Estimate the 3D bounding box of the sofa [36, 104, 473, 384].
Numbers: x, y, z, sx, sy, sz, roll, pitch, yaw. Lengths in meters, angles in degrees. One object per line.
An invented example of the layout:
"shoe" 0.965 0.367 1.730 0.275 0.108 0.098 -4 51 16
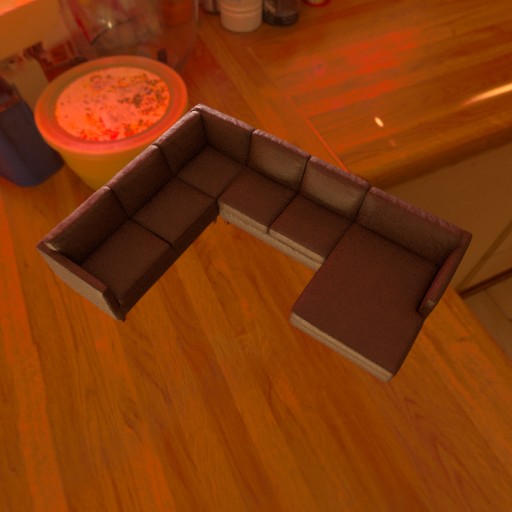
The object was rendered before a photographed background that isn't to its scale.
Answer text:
"sofa" 0.000 0.000 4.523 3.460 0.923 2.593 31 63 18
